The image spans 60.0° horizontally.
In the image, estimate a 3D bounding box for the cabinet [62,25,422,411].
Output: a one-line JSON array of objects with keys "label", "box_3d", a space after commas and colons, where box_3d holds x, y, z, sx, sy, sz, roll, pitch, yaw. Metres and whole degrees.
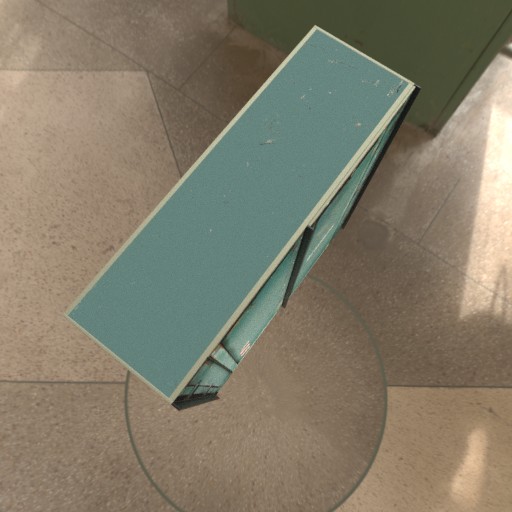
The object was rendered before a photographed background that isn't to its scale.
[{"label": "cabinet", "box_3d": [0.000, 0.000, 3.187, 0.680, 2.160, 2.000, 36, 77, 10]}]
